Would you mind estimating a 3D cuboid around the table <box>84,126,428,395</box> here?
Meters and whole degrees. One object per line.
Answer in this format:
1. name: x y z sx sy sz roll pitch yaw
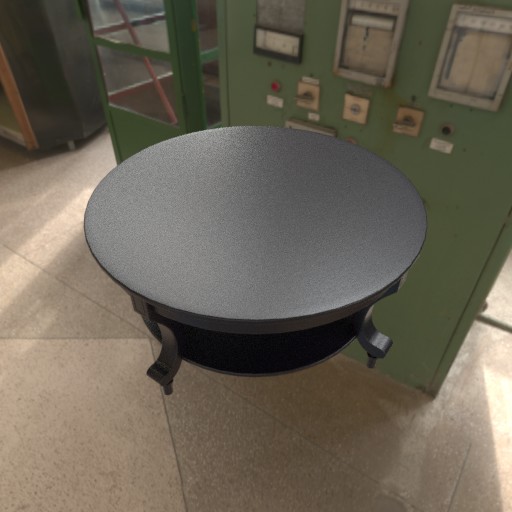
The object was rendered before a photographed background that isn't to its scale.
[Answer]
1. table: 0.000 0.000 1.531 1.029 0.491 1.029 0 40 0
